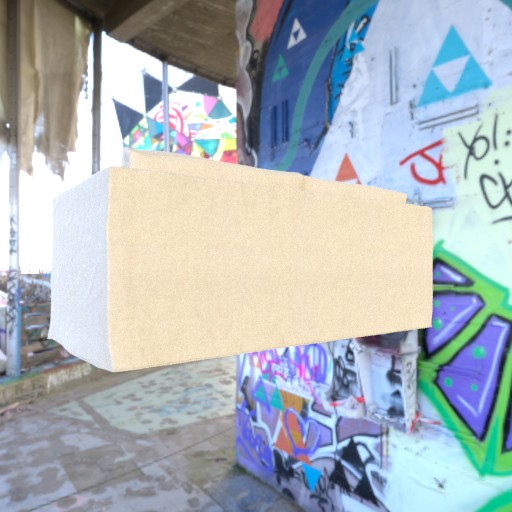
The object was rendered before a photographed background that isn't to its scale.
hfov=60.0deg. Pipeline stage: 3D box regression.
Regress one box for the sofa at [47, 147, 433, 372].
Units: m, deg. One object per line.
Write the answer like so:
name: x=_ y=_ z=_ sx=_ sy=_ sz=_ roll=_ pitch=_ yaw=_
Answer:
sofa: x=0.000 y=0.000 z=2.444 sx=1.959 sy=0.835 sz=0.962 roll=1 pitch=-1 yaw=-36
